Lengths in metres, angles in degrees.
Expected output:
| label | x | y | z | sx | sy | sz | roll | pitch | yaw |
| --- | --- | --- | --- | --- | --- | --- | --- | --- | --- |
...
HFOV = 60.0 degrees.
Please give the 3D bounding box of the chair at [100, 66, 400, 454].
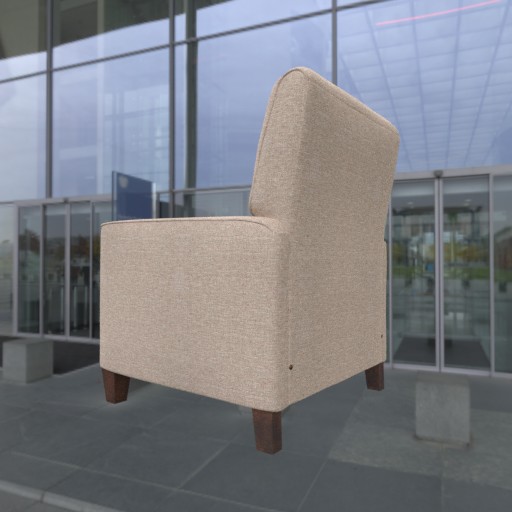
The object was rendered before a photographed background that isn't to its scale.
| label | x | y | z | sx | sy | sz | roll | pitch | yaw |
| --- | --- | --- | --- | --- | --- | --- | --- | --- | --- |
| chair | 0.000 | 0.000 | 1.636 | 0.858 | 1.028 | 0.841 | -1 | -1 | 37 |
